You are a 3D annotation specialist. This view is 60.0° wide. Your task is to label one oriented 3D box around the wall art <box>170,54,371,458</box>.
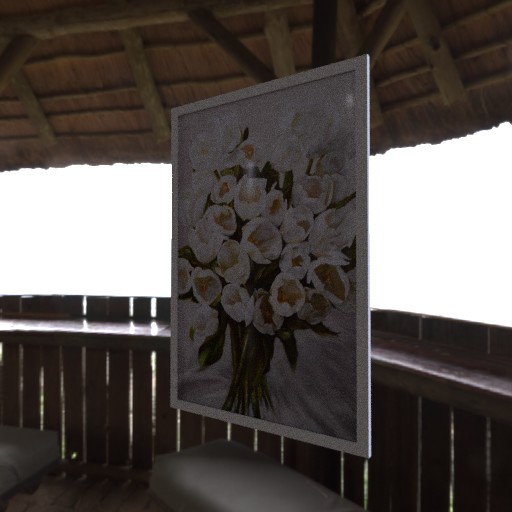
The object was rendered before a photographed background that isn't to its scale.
[{"bbox_3d":[0.000,0.000,1.252,0.660,0.965,0.015,-1,-1,35],"label":"wall art"}]
